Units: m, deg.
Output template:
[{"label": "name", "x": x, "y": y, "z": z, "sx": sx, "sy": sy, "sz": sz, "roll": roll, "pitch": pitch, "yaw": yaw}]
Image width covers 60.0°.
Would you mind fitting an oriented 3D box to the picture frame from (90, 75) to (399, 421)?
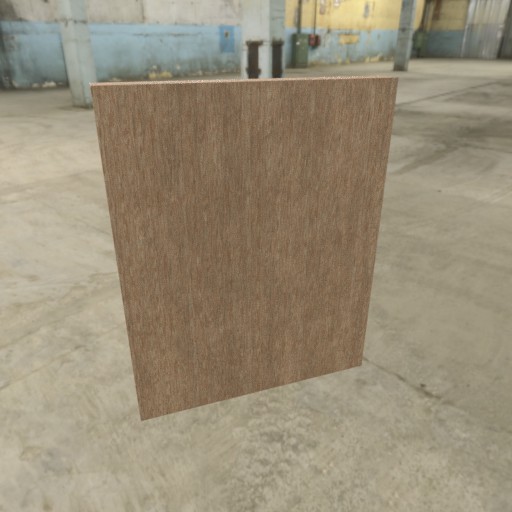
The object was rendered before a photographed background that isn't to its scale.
[{"label": "picture frame", "x": 0.000, "y": 0.000, "z": 0.711, "sx": 0.424, "sy": 0.526, "sz": 0.043, "roll": -9, "pitch": 27, "yaw": -18}]
